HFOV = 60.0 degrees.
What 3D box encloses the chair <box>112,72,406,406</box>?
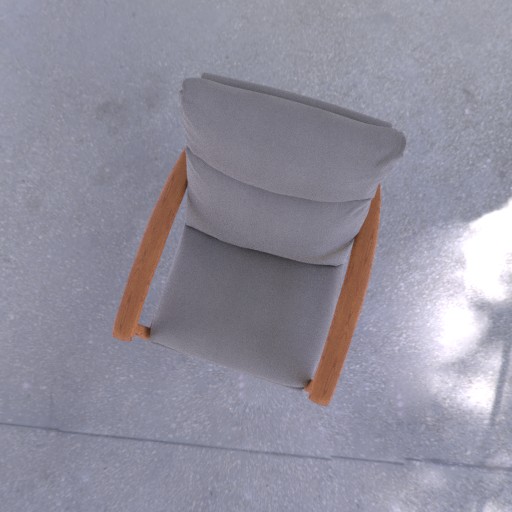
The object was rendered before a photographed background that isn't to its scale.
[{"bbox_3d":[0.000,0.000,1.545,0.782,0.922,0.816,17,76,4],"label":"chair"}]
